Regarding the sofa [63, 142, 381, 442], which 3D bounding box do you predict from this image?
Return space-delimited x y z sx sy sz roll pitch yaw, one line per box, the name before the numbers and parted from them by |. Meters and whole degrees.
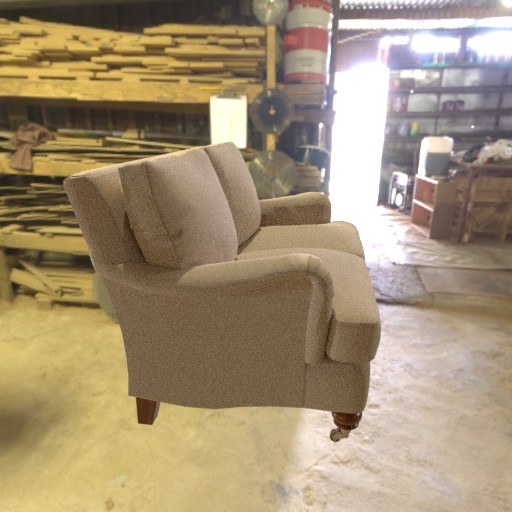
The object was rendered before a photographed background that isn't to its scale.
sofa | 0.000 0.000 2.190 1.087 1.048 1.508 3 17 9
